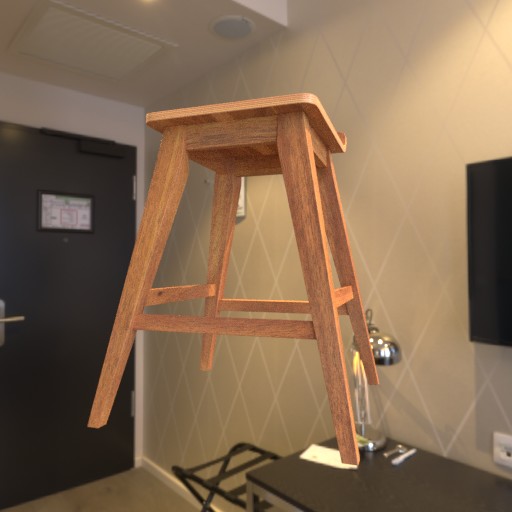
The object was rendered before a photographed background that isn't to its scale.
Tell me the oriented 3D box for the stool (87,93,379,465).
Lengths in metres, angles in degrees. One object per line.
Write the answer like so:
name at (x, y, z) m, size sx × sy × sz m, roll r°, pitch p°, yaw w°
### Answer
stool at (0.000, 0.000, 0.997) m, size 0.500 × 0.650 × 0.500 m, roll 0°, pitch -1°, yaw 19°
